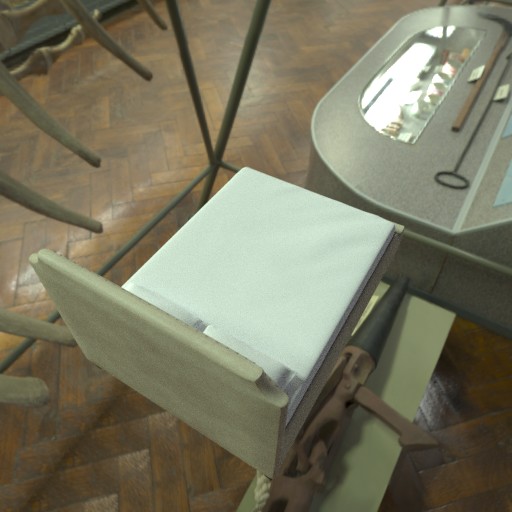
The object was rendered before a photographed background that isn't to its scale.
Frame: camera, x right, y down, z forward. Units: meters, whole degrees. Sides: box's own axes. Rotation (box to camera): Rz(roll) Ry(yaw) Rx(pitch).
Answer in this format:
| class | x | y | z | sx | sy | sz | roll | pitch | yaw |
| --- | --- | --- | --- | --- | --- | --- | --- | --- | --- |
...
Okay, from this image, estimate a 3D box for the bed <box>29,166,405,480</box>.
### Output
| class | x | y | z | sx | sy | sz | roll | pitch | yaw |
| --- | --- | --- | --- | --- | --- | --- | --- | --- | --- |
| bed | 0.000 | 0.000 | 3.372 | 1.712 | 1.443 | 2.372 | 25 | 53 | 20 |
